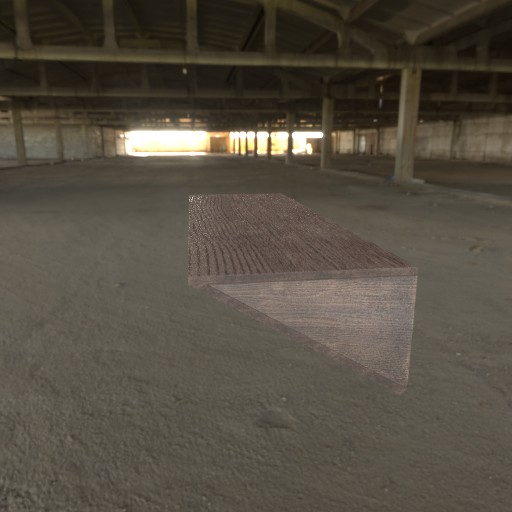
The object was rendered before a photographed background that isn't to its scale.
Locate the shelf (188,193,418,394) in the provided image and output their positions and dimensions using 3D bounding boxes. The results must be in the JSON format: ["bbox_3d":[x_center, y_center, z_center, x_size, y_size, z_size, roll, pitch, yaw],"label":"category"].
[{"bbox_3d":[0.000,0.000,0.683,0.200,0.125,0.610,-2,14,-8],"label":"shelf"}]
